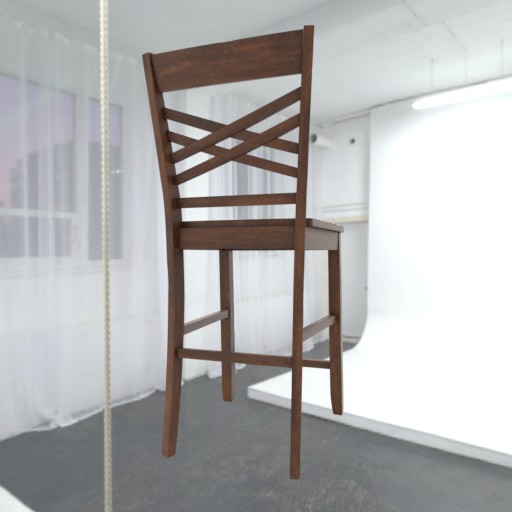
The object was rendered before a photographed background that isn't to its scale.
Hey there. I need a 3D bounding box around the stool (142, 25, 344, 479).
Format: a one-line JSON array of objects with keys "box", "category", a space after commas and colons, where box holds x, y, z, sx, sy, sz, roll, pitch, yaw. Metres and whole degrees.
[{"box": [0.000, 0.000, 1.342, 0.462, 1.079, 0.539, 0, 0, 19], "category": "stool"}]
